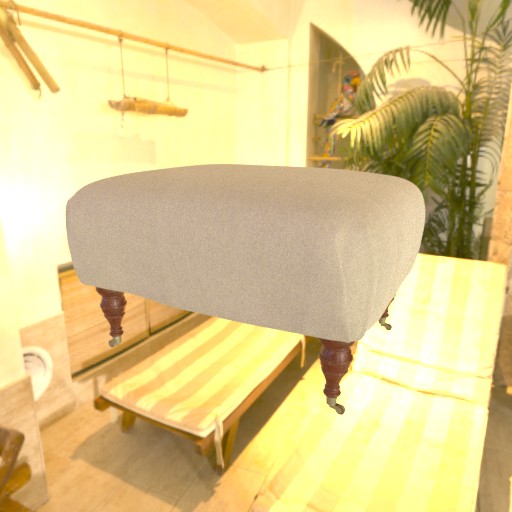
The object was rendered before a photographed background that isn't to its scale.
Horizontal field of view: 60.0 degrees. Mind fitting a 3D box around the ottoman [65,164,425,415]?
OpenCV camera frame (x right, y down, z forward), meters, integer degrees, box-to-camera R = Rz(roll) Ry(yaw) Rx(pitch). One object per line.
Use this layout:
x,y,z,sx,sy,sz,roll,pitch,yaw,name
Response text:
0.000,0.000,1.135,0.746,0.450,0.622,8,17,27,ottoman
